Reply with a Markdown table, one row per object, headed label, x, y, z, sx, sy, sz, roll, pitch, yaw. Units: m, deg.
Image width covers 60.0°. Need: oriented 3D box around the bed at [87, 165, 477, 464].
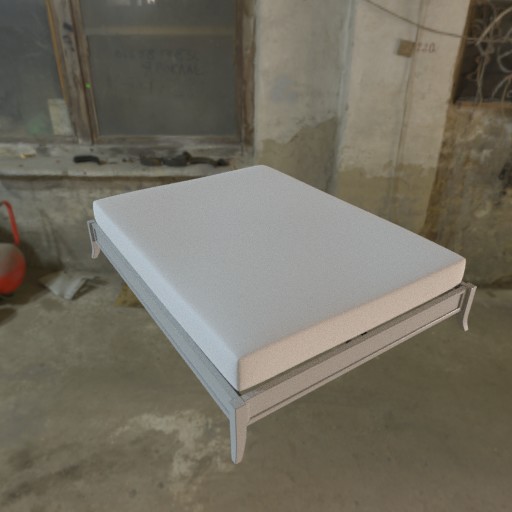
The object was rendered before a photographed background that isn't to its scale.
| label | x | y | z | sx | sy | sz | roll | pitch | yaw |
| --- | --- | --- | --- | --- | --- | --- | --- | --- | --- |
| bed | 0.000 | 0.000 | 2.868 | 1.604 | 0.510 | 2.108 | -18 | 34 | -29 |
